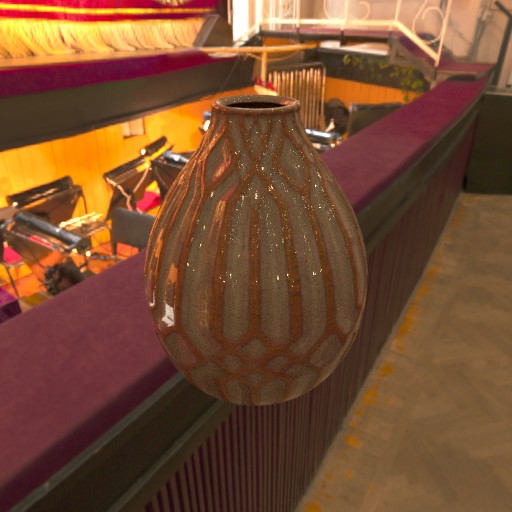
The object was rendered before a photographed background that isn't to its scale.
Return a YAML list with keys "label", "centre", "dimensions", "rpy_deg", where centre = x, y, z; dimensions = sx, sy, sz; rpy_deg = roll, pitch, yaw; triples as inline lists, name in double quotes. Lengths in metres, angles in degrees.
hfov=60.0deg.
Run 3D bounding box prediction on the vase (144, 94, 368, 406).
- label: "vase"
  centre: [0.000, 0.000, 0.261]
  dimensions: [0.131, 0.175, 0.131]
  rpy_deg: [0, 29, 0]
